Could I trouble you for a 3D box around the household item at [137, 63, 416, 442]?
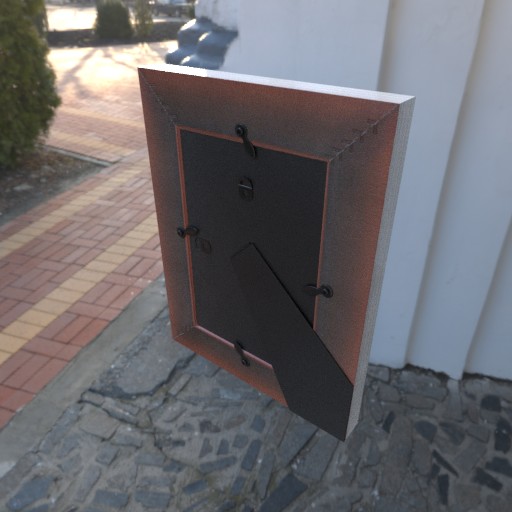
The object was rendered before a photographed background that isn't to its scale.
[{"bbox_3d":[0.000,0.000,0.287,0.165,0.216,0.025,22,37,31],"label":"household item"}]
